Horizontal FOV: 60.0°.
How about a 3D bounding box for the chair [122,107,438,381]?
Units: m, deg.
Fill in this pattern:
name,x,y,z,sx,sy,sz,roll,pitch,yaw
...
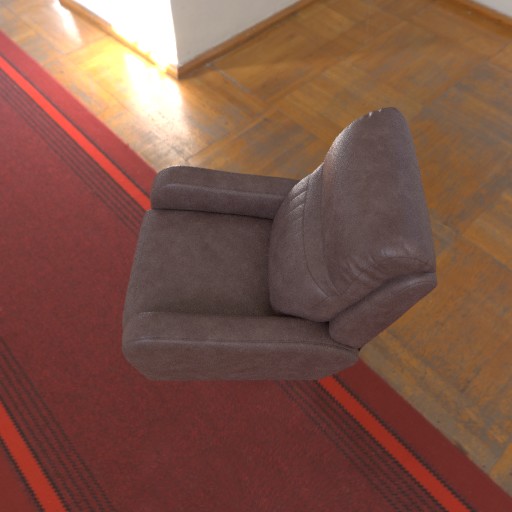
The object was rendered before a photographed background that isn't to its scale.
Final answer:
name,x,y,z,sx,sy,sz,roll,pitch,yaw
chair,0.000,0.000,1.796,1.067,1.067,0.865,2,58,1
